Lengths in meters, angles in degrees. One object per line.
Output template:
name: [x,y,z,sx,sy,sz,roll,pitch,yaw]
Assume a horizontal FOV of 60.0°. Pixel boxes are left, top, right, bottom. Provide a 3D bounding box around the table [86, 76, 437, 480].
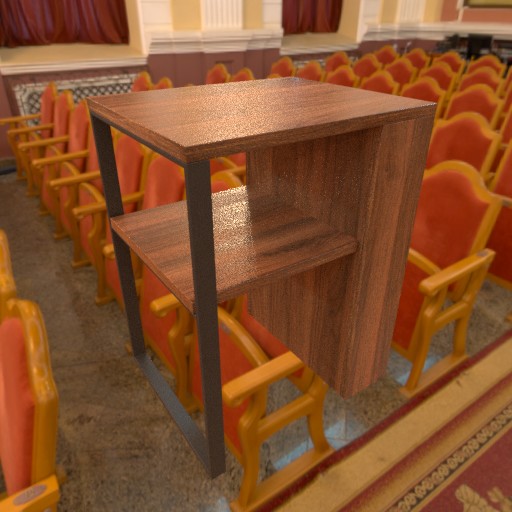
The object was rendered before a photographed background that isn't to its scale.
table: [0.000,0.000,1.543,0.786,1.041,0.660,-19,34,-30]
